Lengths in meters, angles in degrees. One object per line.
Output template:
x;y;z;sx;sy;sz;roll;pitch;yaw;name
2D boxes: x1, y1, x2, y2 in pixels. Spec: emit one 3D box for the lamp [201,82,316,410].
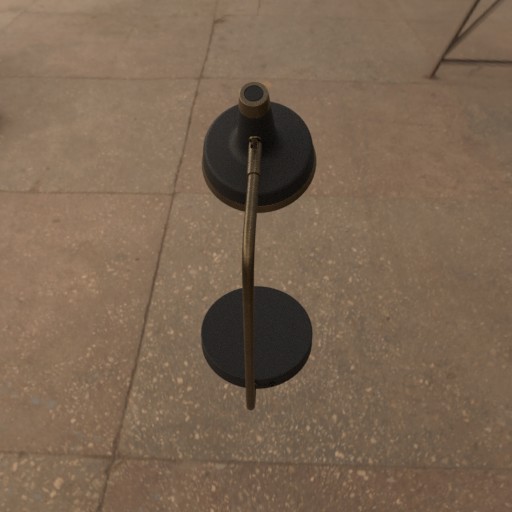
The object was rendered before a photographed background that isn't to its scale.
0.000;0.000;0.500;0.162;0.385;0.218;3;47;3;lamp
